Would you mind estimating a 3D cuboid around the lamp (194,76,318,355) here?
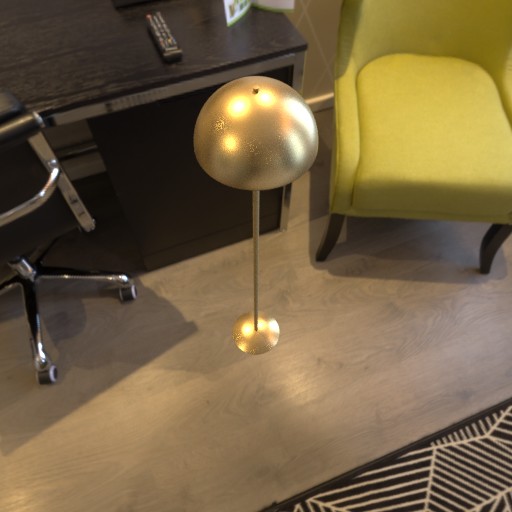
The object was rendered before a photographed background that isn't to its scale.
[{"bbox_3d":[0.000,0.000,1.656,0.328,1.480,0.328,33,64,19],"label":"lamp"}]
